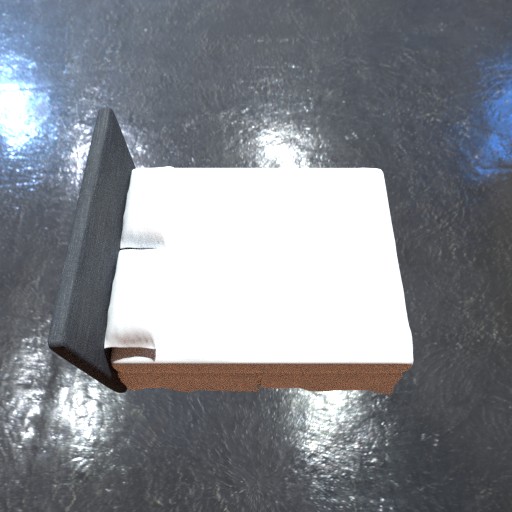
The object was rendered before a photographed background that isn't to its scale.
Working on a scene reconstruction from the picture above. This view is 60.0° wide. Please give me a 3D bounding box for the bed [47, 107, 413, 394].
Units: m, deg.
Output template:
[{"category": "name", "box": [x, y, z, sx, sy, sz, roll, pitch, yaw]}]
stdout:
[{"category": "bed", "box": [0.000, 0.000, 3.179, 2.142, 1.330, 1.723, 0, 63, 0]}]
